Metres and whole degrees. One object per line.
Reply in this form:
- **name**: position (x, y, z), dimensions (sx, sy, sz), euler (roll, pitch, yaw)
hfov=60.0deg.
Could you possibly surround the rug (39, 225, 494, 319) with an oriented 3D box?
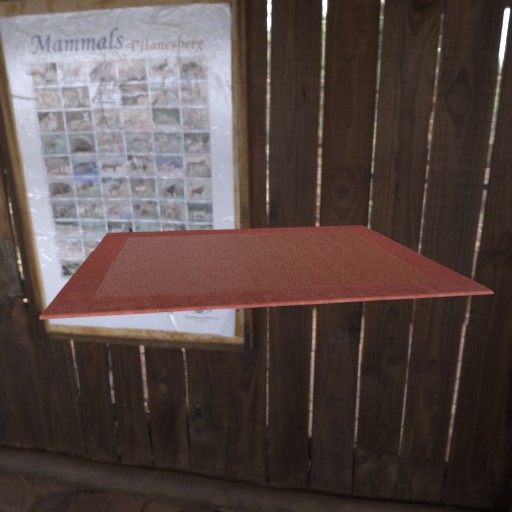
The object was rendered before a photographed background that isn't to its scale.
- **rug**: position (0.000, 0.000, 3.983), dimensions (2.976, 0.018, 2.430), euler (-2, 15, -9)
